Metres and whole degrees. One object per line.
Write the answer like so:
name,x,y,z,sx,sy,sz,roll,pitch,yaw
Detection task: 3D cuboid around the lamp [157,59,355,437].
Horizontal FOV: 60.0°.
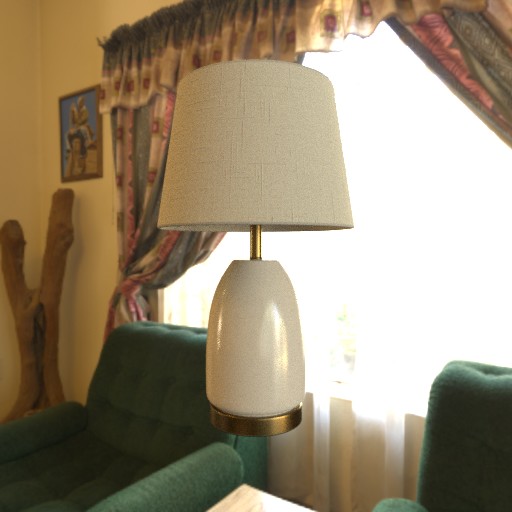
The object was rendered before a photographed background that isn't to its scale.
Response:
lamp,0.000,0.000,0.656,0.285,0.483,0.285,0,1,0
